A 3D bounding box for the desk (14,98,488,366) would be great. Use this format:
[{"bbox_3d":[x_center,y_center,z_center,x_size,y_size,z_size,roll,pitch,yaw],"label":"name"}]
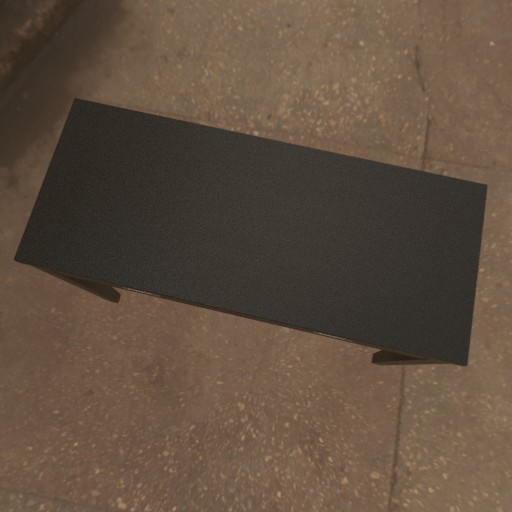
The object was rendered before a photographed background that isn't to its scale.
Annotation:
[{"bbox_3d":[0.000,0.000,1.589,1.220,0.775,0.508,13,76,3],"label":"desk"}]
